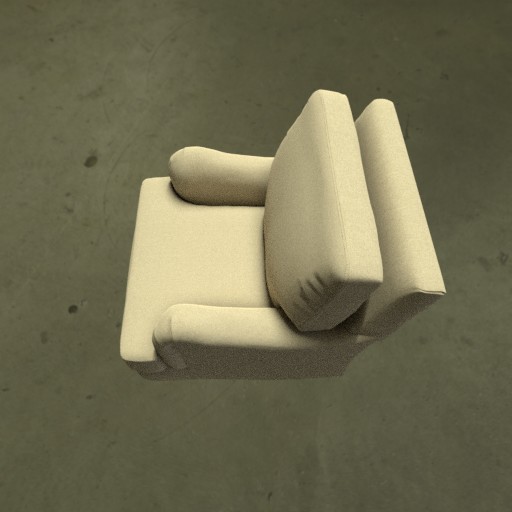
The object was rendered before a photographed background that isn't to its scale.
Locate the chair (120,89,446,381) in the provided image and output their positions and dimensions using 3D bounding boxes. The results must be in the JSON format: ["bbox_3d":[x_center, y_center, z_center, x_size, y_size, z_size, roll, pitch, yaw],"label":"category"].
[{"bbox_3d":[0.000,0.000,1.852,1.078,1.076,0.895,-1,59,-1],"label":"chair"}]
